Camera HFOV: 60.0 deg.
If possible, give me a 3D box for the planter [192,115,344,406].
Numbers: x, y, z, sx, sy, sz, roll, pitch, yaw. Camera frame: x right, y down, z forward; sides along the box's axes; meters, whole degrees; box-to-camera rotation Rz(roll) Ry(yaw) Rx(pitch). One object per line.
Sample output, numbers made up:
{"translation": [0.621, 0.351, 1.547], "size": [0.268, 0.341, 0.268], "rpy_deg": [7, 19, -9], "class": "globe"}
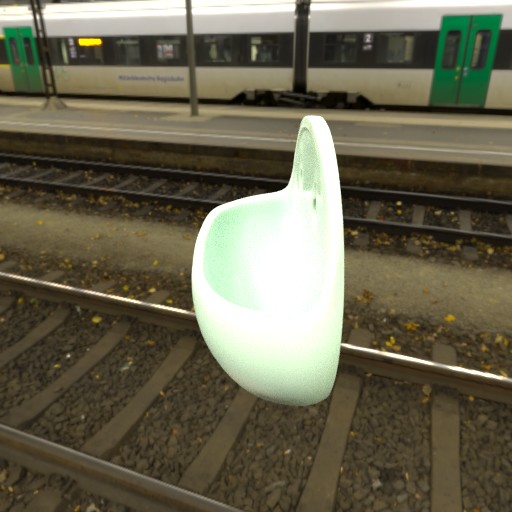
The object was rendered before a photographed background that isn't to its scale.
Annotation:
{"translation": [0.000, 0.000, 0.272], "size": [0.073, 0.164, 0.189], "rpy_deg": [0, 25, -1], "class": "planter"}
